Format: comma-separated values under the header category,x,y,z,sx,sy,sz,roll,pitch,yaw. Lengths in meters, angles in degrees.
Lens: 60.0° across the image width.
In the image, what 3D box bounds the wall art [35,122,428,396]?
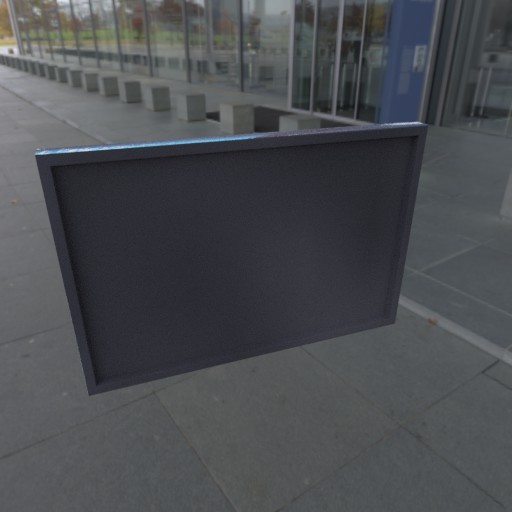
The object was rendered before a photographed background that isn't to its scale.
category,x,y,z,sx,sy,sz,roll,pitch,yaw
wall art,0.000,0.000,0.759,0.609,0.406,0.033,-9,28,-18
